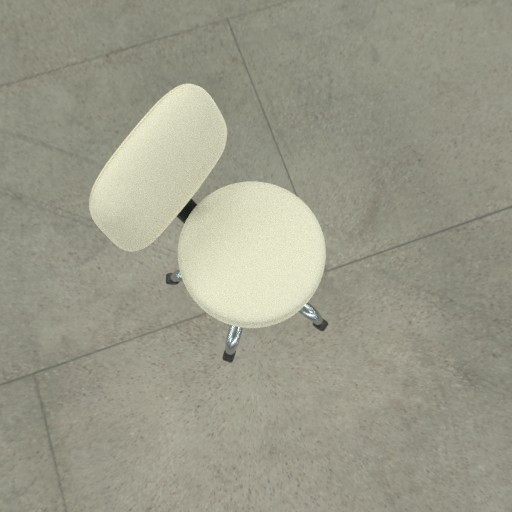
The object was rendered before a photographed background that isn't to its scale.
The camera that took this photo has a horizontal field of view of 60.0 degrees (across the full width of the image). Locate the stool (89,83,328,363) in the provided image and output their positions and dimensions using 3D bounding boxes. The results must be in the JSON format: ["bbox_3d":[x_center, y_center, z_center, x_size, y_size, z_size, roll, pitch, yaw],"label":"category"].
[{"bbox_3d":[0.000,0.000,1.260,0.616,0.810,0.609,35,79,7],"label":"stool"}]
